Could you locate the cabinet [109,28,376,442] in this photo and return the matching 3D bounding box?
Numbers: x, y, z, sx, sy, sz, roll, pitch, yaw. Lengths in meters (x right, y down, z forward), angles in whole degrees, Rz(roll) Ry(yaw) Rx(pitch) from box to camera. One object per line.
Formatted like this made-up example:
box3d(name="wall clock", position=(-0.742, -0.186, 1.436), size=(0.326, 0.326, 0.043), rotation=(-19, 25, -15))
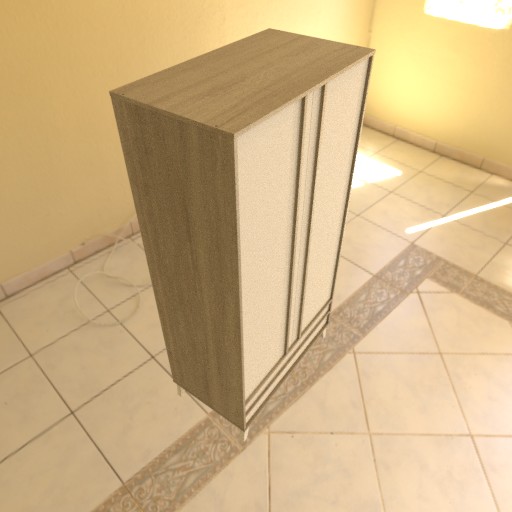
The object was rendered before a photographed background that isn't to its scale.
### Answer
box3d(name="cabinet", position=(0.000, 0.000, 2.429), size=(0.571, 1.999, 1.006), rotation=(26, 48, 26))
